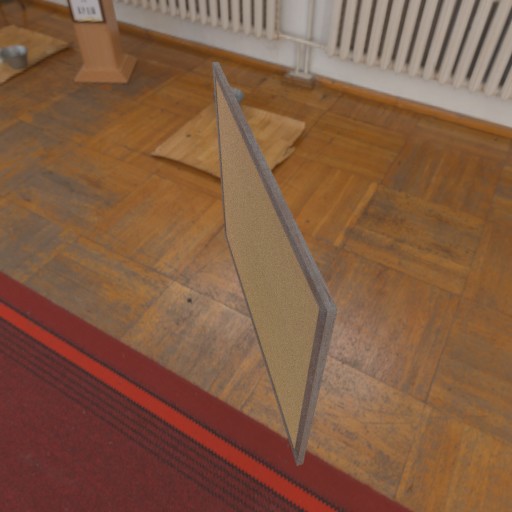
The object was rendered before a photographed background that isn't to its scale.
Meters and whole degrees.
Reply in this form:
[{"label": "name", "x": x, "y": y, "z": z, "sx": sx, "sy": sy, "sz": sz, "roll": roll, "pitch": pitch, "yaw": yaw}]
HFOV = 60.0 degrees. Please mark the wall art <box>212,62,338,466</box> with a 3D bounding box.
[{"label": "wall art", "x": 0.000, "y": 0.000, "z": 1.370, "sx": 0.019, "sy": 0.774, "sz": 1.012, "roll": -11, "pitch": 48, "yaw": -10}]
